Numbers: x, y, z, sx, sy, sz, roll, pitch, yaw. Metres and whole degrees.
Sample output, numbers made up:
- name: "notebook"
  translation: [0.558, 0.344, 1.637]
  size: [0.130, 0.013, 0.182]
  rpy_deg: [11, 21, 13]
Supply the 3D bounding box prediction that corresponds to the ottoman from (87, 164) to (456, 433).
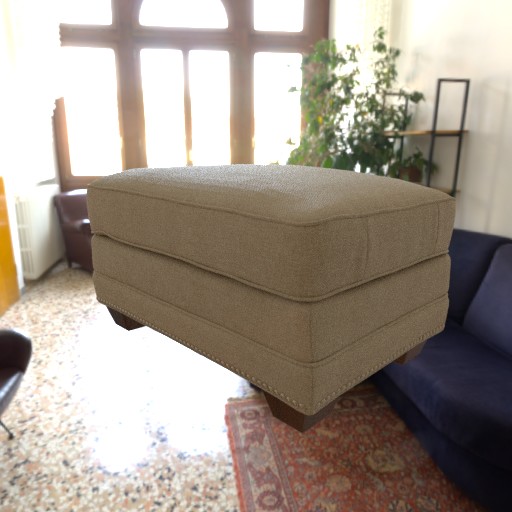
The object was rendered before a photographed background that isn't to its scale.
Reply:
- name: "ottoman"
  translation: [0.000, 0.000, 1.140]
  size: [0.559, 0.458, 0.813]
  rpy_deg: [-13, 19, -43]
